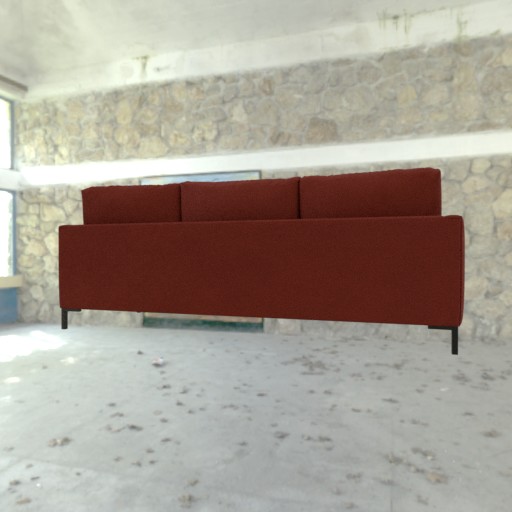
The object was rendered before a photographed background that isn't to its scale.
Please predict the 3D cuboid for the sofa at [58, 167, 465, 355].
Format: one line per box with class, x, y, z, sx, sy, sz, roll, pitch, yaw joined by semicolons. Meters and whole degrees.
sofa;0.000;0.000;2.721;2.252;0.879;0.875;0;0;18
